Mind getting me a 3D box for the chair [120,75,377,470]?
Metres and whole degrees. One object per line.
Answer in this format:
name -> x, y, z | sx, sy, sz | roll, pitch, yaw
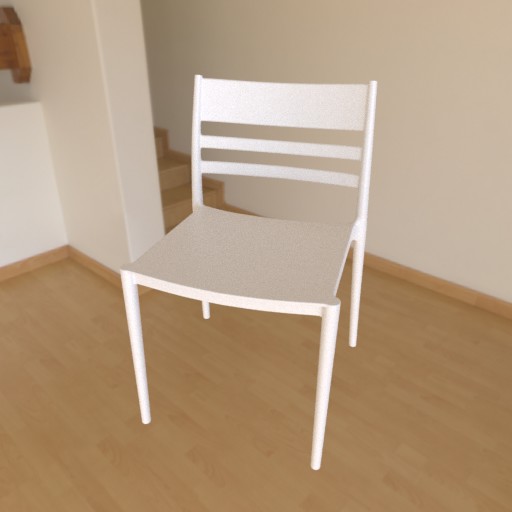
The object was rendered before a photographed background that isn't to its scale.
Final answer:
chair -> 0.000, 0.000, 1.118 | 0.531, 0.800, 0.511 | 8, 29, 15
